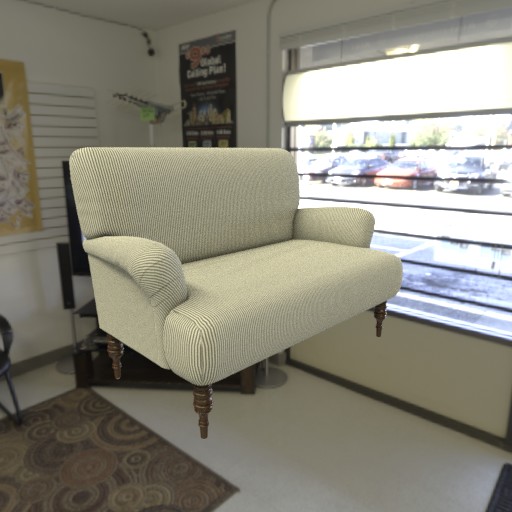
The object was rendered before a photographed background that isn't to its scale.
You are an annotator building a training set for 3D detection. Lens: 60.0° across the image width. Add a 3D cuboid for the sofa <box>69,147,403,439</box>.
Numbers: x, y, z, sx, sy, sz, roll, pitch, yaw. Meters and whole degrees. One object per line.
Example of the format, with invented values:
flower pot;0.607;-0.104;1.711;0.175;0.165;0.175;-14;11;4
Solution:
sofa;0.000;0.000;1.867;0.779;0.889;1.297;13;18;43
